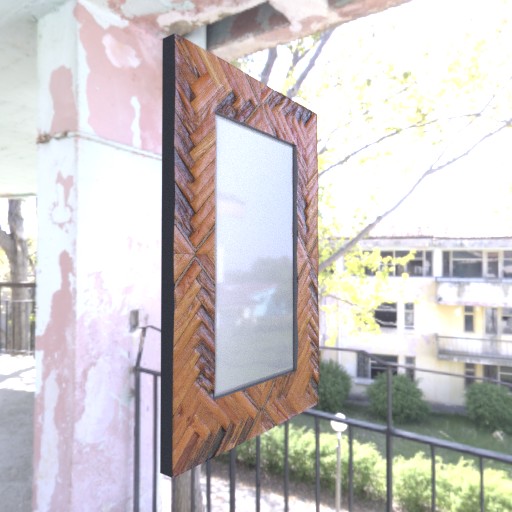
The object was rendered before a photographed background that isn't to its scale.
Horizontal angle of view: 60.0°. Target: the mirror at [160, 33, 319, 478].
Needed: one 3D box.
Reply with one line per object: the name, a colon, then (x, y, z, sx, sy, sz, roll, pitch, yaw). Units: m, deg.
mirror: (0.000, 0.000, 1.160, 0.044, 0.912, 0.606, -1, -2, 37)
